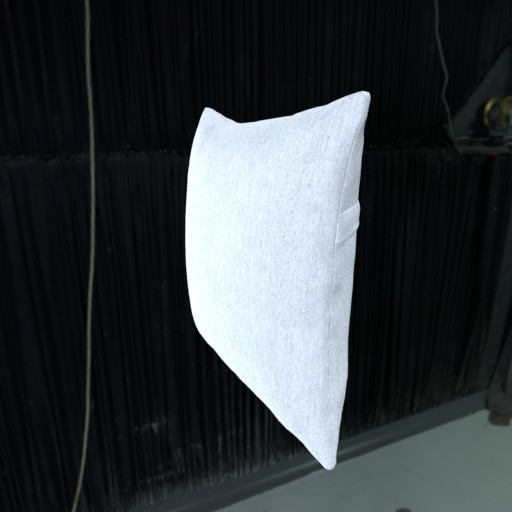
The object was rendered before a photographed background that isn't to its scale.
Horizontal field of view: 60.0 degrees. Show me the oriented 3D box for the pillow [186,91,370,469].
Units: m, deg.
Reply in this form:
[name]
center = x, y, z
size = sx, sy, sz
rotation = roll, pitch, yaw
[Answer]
[pillow]
center = 0.000, 0.000, 0.663
size = 0.173, 0.436, 0.433
rotation = -8, 18, -26
